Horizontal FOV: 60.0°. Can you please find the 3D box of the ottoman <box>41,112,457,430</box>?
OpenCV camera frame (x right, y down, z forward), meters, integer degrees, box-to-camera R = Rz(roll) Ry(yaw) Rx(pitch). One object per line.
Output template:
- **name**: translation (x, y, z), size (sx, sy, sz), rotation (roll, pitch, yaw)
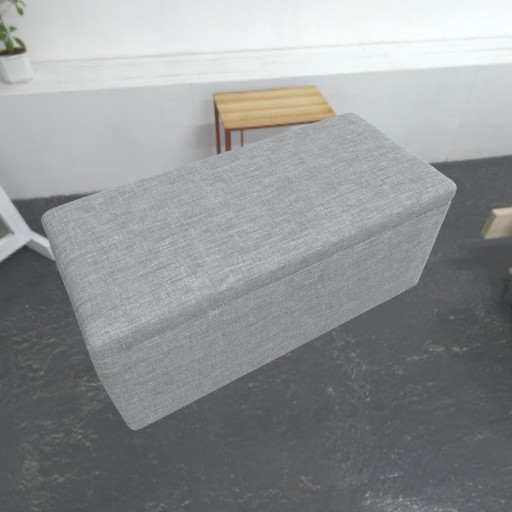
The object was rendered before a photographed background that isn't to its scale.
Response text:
- **ottoman**: translation (0.000, 0.000, 1.149), size (0.902, 0.432, 0.419), rotation (-23, 51, -20)
